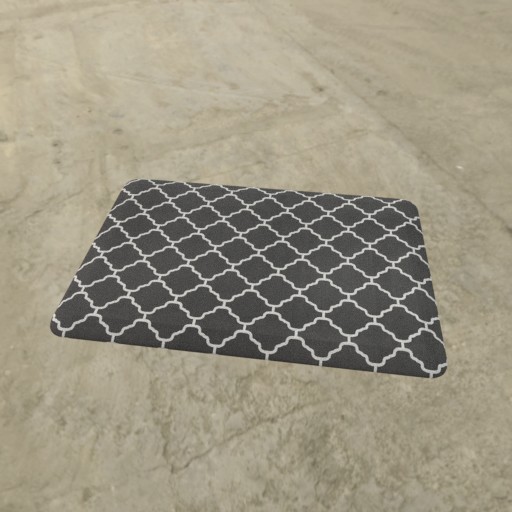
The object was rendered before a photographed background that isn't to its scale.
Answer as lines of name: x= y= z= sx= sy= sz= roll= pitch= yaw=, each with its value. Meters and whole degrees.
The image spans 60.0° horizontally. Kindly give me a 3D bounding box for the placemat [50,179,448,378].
placemat: x=0.000 y=0.000 z=0.989 sx=0.762 sy=0.021 sz=0.508 roll=5 pitch=46 yaw=5
